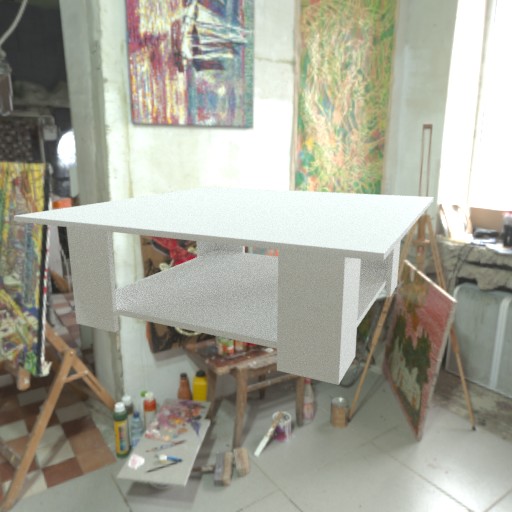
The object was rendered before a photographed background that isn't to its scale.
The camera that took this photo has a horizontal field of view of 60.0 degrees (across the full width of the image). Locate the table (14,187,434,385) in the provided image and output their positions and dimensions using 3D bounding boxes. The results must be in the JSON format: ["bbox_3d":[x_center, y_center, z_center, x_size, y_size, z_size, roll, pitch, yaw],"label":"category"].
[{"bbox_3d":[0.000,0.000,1.323,0.890,0.305,0.890,7,15,25],"label":"table"}]
